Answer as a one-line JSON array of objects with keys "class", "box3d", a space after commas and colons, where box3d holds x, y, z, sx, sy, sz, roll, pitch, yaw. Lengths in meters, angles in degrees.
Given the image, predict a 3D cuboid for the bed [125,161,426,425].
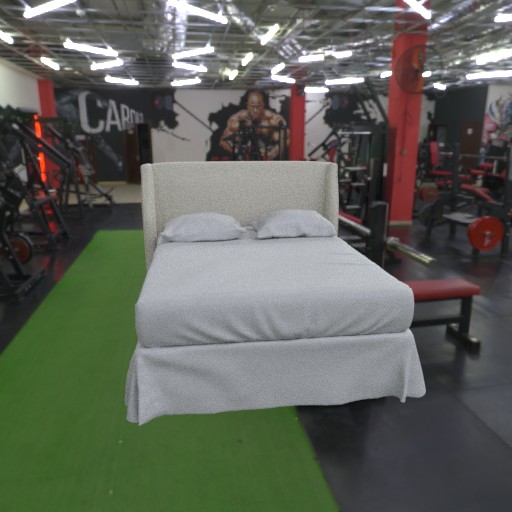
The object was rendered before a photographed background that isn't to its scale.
[{"class": "bed", "box3d": [0.000, 0.000, 3.482, 1.925, 1.332, 2.276, -2, 16, -7]}]
